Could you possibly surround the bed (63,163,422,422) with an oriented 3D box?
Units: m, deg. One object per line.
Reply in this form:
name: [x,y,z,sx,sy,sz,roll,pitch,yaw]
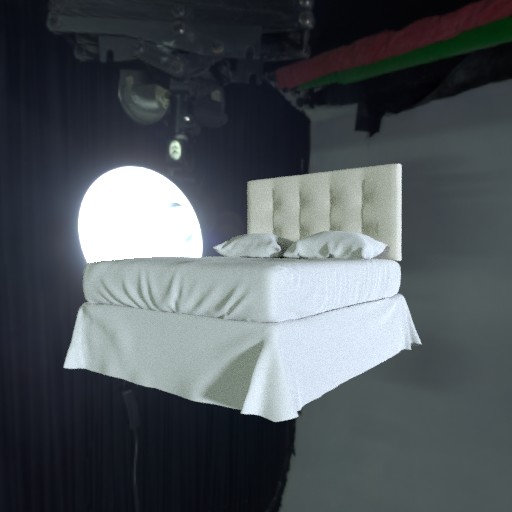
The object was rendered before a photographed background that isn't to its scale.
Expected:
bed: [0.000,0.000,3.463,1.936,1.577,2.222,0,1,36]
